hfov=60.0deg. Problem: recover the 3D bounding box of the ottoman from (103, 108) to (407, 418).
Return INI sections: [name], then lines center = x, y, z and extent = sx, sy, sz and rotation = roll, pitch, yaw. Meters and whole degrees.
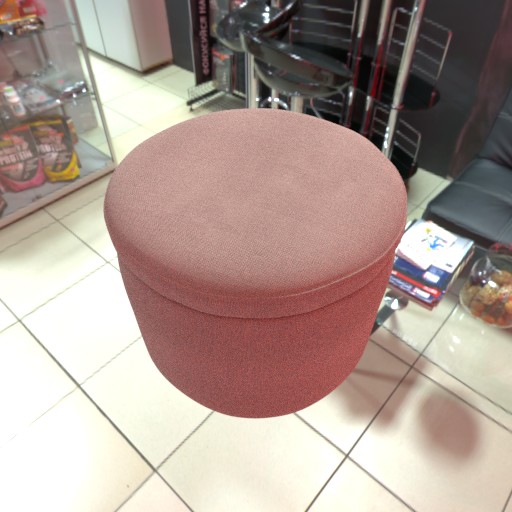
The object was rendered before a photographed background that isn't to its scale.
[ottoman]
center = 0.000, 0.000, 0.858
extent = 0.497, 0.409, 0.497
rotation = 0, 46, 0
